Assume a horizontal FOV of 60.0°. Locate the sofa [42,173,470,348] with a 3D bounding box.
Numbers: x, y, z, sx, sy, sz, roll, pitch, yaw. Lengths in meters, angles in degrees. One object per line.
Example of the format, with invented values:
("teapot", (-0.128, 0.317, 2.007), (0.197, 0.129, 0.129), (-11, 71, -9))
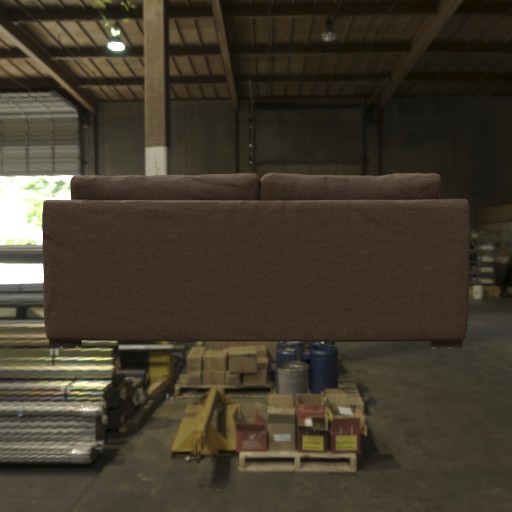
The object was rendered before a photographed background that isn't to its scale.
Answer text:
("sofa", (0.000, 0.000, 2.876), (2.274, 0.950, 1.140), (0, 1, 1))
